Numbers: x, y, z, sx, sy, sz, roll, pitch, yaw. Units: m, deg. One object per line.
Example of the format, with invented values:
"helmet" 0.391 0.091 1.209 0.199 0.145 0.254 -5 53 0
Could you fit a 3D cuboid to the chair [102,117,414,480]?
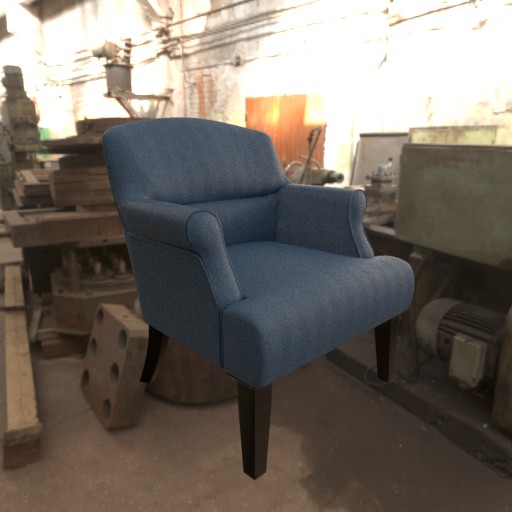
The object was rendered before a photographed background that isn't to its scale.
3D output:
"chair" 0.000 0.000 1.426 0.770 0.878 0.754 -14 20 -43
